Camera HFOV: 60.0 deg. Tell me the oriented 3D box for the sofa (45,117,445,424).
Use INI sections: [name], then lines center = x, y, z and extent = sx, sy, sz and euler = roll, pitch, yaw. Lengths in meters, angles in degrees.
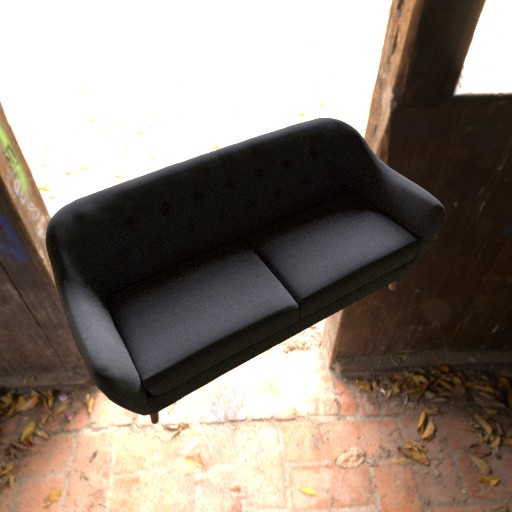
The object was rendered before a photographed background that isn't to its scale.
[sofa]
center = 0.000, 0.000, 2.248
extent = 1.840, 0.820, 0.820
euler = -24, 51, -21
